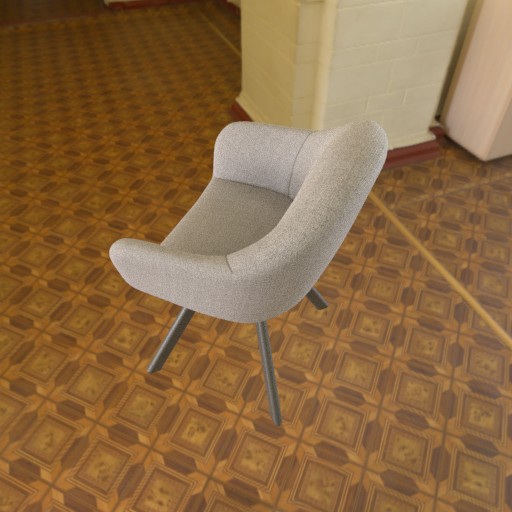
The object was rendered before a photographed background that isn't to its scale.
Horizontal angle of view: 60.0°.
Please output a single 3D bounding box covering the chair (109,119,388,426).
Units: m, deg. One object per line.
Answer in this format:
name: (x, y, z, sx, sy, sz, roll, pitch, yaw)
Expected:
chair: (0.000, 0.000, 1.207, 0.550, 0.795, 0.590, 17, 47, 16)
